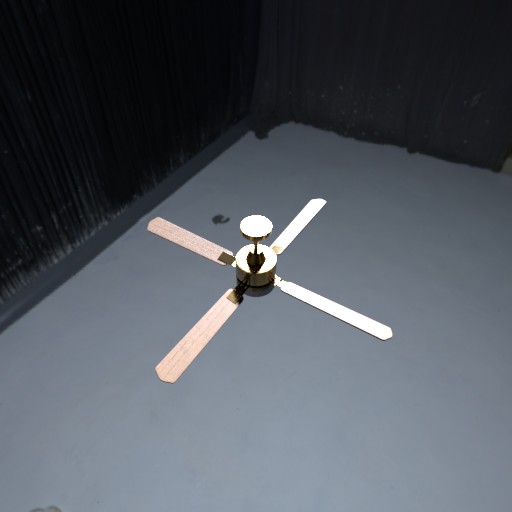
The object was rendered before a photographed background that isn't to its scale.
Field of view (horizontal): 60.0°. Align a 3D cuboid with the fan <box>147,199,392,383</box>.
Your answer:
[{"bbox_3d":[0.000,0.000,1.987,1.320,0.355,1.320,25,50,23],"label":"fan"}]
